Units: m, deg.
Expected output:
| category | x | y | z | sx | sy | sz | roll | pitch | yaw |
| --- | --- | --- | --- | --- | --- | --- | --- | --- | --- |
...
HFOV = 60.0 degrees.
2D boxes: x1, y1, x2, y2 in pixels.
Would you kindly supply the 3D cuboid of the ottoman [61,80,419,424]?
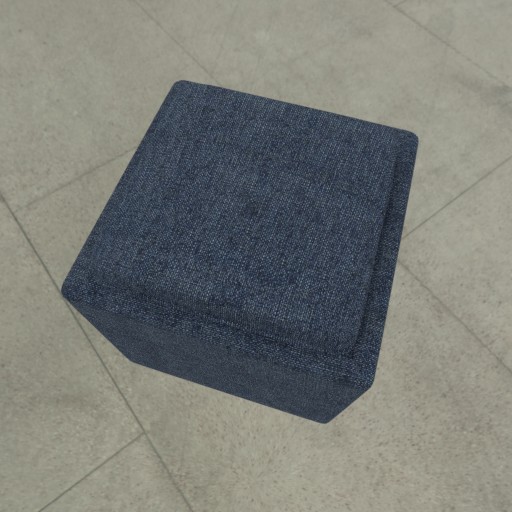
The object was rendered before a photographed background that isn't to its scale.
| category | x | y | z | sx | sy | sz | roll | pitch | yaw |
| --- | --- | --- | --- | --- | --- | --- | --- | --- | --- |
| ottoman | 0.000 | 0.000 | 0.837 | 0.450 | 0.460 | 0.450 | 16 | 64 | 8 |
